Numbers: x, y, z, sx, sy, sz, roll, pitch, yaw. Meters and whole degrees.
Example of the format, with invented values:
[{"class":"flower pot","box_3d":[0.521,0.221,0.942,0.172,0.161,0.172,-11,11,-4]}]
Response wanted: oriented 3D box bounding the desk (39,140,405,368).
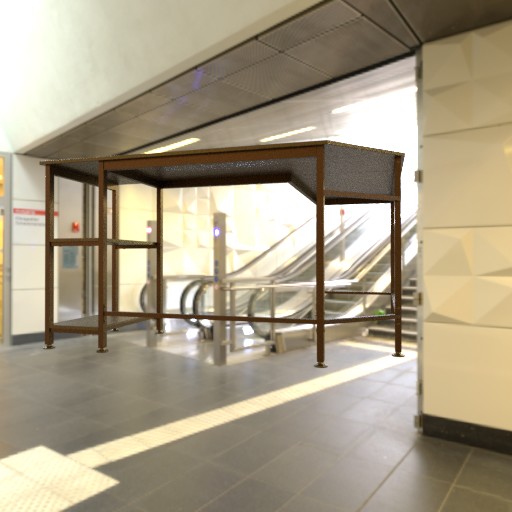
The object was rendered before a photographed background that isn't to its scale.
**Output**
[{"class":"desk","box_3d":[0.000,0.000,2.214,1.379,0.739,1.379,0,0,16]}]
